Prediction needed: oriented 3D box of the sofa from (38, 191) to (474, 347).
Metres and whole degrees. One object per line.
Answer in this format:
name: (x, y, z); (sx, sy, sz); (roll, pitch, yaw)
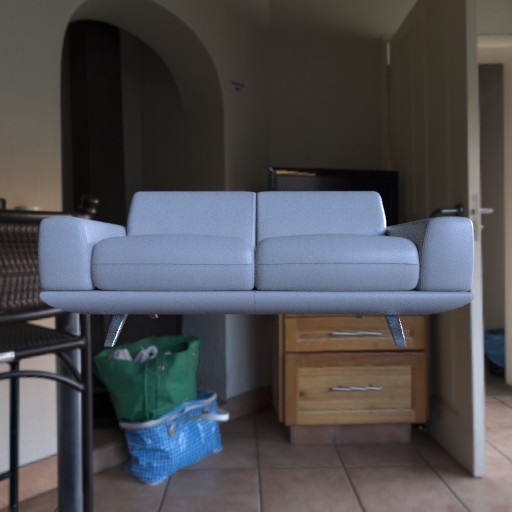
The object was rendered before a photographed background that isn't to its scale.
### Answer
sofa: (0.000, 0.000, 2.330); (1.901, 0.772, 0.900); (0, 1, 1)
